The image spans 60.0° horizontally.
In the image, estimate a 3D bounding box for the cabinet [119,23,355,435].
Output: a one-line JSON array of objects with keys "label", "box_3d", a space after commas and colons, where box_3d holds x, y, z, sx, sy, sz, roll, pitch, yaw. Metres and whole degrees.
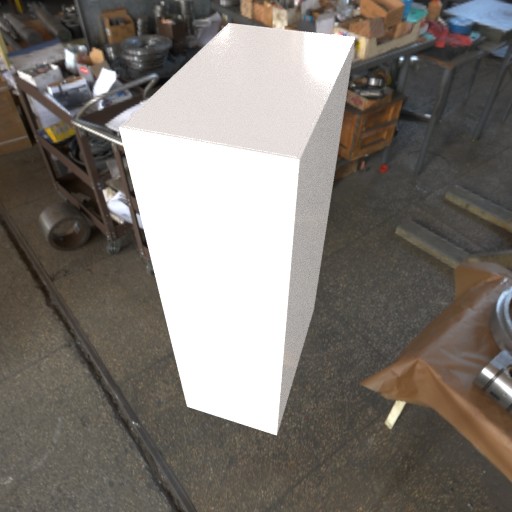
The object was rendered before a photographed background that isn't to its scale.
[{"label": "cabinet", "box_3d": [0.000, 0.000, 2.331, 0.580, 1.920, 0.980, 13, 47, 12]}]
